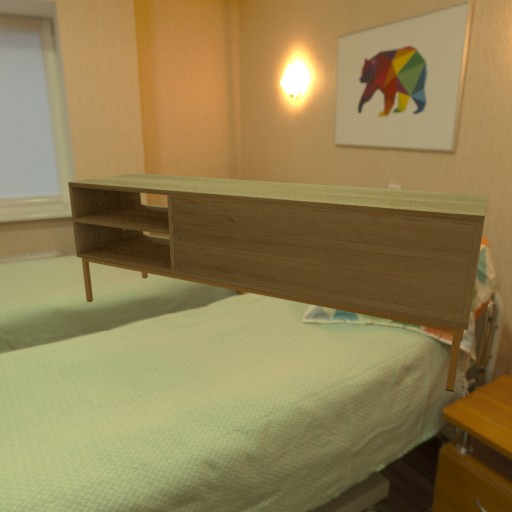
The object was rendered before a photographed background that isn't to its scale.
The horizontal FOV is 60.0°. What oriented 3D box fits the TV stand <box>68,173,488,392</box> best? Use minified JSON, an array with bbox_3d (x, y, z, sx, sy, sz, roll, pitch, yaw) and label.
[{"bbox_3d":[0.000,0.000,1.795,1.600,0.550,0.420,8,18,27],"label":"TV stand"}]
